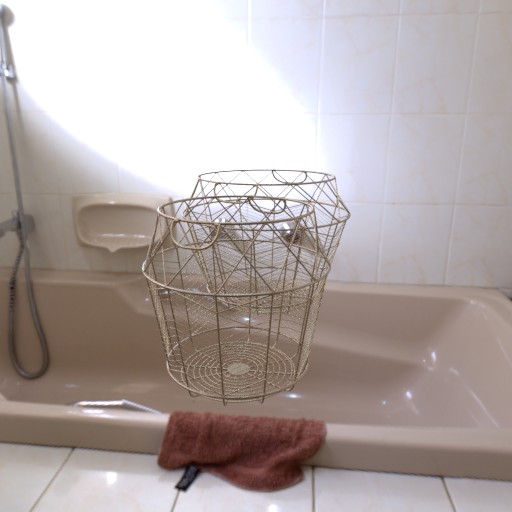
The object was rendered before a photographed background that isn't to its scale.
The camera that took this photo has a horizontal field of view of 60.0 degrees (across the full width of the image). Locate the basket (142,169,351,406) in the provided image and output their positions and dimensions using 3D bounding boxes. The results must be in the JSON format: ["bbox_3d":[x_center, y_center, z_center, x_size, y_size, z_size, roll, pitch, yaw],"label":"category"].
[{"bbox_3d":[0.000,0.000,1.056,0.451,0.343,0.805,2,16,8],"label":"basket"}]
